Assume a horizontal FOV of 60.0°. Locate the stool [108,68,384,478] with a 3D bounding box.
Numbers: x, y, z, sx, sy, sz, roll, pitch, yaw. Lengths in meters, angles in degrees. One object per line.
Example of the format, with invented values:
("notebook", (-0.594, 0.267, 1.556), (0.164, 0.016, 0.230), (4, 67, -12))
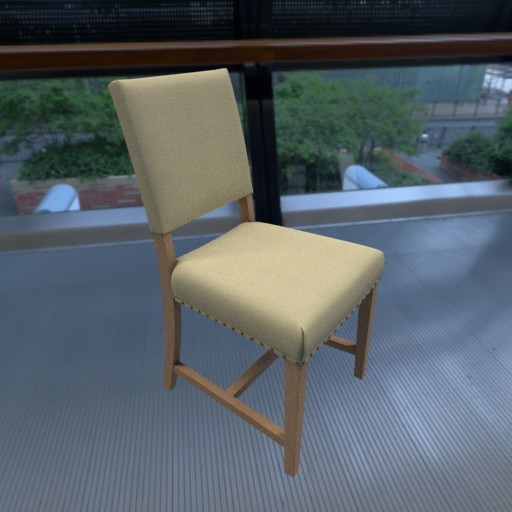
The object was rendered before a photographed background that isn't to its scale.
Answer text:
("stool", (0.000, 0.000, 1.326), (0.623, 0.986, 0.508), (18, 32, 31))
